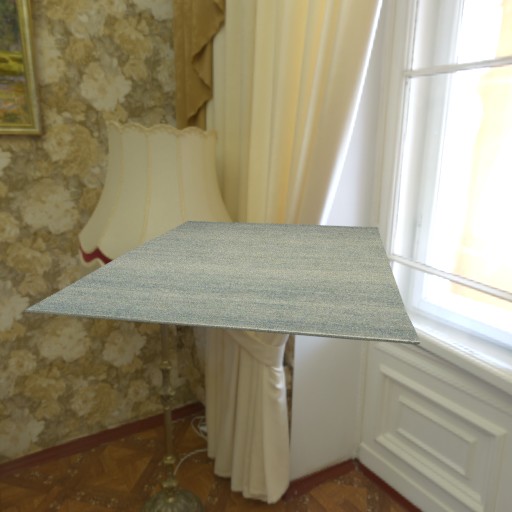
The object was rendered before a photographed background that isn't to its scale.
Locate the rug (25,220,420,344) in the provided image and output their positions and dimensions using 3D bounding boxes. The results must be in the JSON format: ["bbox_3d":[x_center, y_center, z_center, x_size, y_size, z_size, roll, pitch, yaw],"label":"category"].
[{"bbox_3d":[0.000,0.000,4.181,2.461,0.046,3.237,3,15,11],"label":"rug"}]
